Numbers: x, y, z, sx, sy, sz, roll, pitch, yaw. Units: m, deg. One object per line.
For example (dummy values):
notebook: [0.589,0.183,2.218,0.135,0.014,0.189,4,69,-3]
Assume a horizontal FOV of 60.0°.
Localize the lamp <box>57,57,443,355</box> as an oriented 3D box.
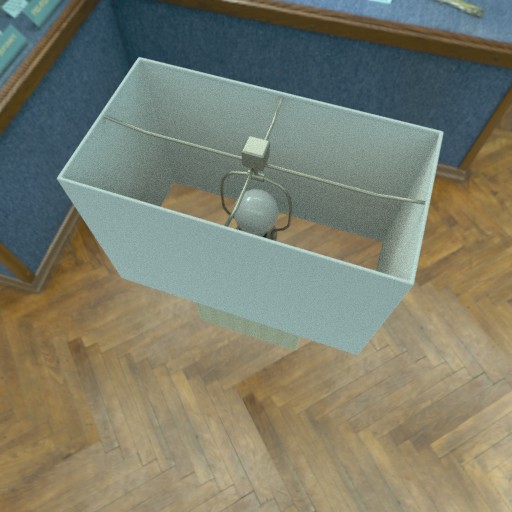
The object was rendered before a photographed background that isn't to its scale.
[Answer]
lamp: [0.000,0.000,0.702,0.380,0.515,0.200,17,64,9]
